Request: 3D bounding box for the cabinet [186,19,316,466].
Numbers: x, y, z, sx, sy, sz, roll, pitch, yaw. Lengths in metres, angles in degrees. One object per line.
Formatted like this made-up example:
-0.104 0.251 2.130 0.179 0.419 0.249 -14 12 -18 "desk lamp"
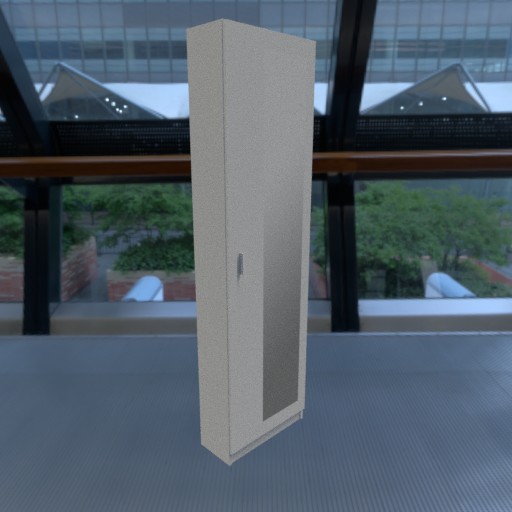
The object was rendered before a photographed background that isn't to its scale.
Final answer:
0.000 0.000 1.962 0.500 1.790 0.230 -14 20 -43 "cabinet"
